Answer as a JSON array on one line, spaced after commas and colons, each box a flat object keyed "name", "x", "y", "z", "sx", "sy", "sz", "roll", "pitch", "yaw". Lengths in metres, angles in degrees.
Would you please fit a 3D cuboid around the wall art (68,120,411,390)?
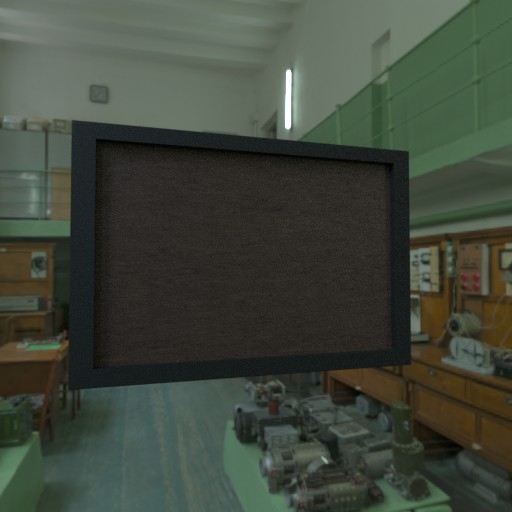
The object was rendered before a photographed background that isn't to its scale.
[{"name": "wall art", "x": 0.000, "y": 0.000, "z": 0.868, "sx": 0.671, "sy": 0.456, "sz": 0.051, "roll": 1, "pitch": -2, "yaw": -17}]
